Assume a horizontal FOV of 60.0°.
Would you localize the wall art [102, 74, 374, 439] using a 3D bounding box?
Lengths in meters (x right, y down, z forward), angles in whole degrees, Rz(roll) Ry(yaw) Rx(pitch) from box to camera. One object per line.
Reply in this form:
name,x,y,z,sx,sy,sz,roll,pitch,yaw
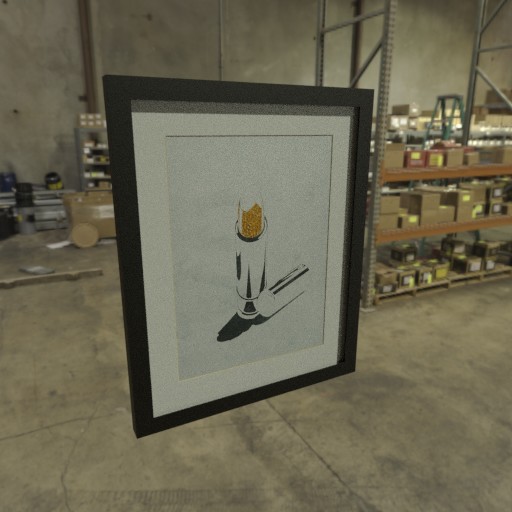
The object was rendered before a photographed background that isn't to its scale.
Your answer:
wall art,0.000,0.000,0.768,0.457,0.559,0.029,-8,18,-27
